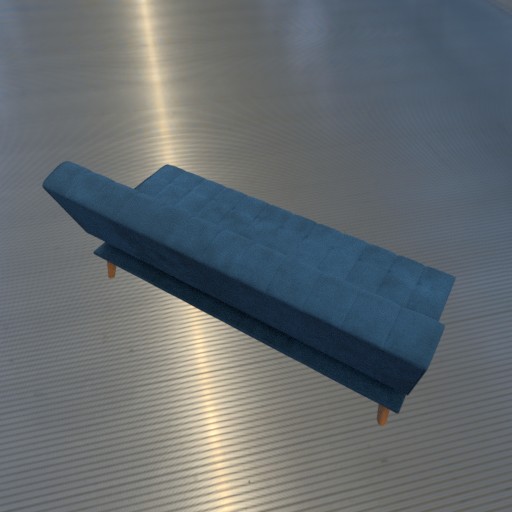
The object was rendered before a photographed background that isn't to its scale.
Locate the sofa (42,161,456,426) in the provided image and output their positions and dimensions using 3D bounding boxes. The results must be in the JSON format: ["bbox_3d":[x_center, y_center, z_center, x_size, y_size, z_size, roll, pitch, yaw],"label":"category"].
[{"bbox_3d":[0.000,0.000,2.240,1.804,0.813,0.855,24,51,21],"label":"sofa"}]
